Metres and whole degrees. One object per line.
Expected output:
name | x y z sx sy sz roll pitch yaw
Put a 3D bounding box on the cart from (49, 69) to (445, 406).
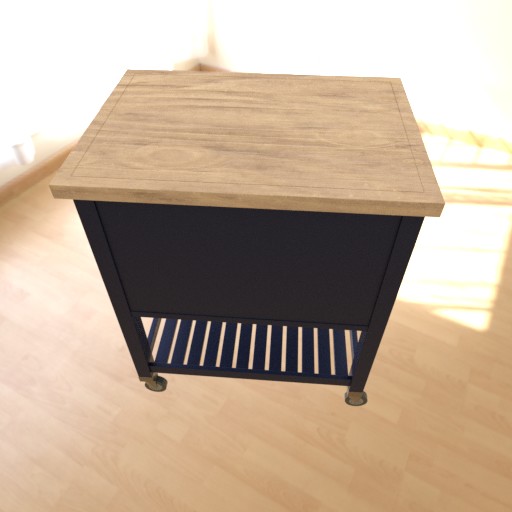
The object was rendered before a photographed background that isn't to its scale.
cart | 0.000 0.000 1.399 0.797 0.920 0.567 3 46 3
